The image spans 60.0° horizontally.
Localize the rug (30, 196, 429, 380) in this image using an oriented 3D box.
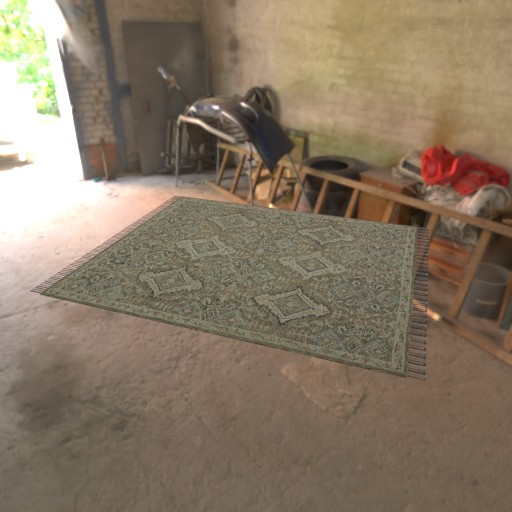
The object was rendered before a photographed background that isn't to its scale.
[{"bbox_3d":[0.000,0.000,4.169,3.056,0.010,2.437,9,29,17],"label":"rug"}]
